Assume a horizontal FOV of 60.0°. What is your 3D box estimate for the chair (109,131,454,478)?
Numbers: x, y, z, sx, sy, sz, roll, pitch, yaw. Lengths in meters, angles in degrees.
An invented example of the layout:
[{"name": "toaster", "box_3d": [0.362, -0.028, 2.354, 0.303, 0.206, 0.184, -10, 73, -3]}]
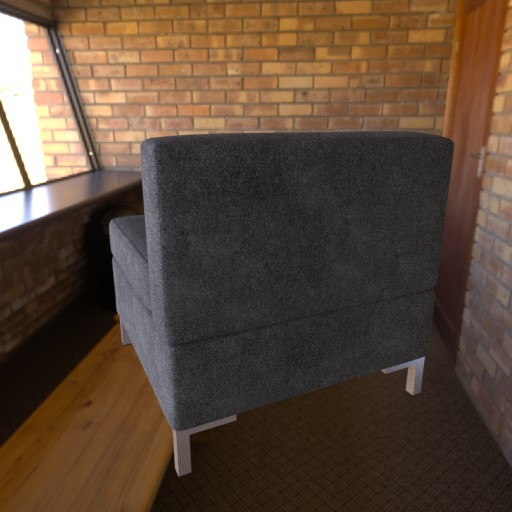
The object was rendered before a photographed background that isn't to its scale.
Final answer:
[{"name": "chair", "box_3d": [0.000, 0.000, 1.202, 0.680, 0.660, 0.680, -8, 19, -25]}]
